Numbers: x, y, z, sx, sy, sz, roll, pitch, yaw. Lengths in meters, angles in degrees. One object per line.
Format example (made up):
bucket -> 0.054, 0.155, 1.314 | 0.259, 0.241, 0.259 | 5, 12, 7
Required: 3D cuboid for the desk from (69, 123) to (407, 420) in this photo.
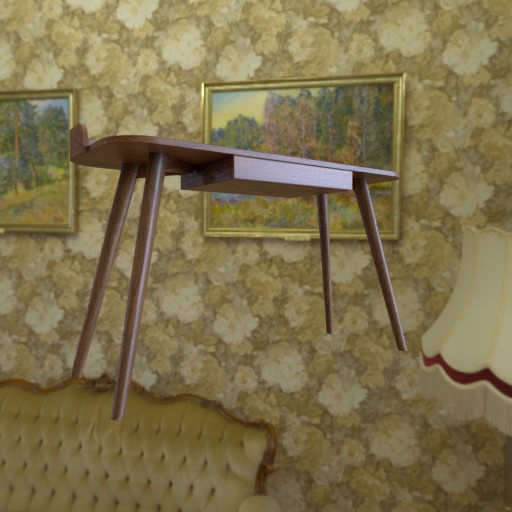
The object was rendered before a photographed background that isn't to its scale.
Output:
desk -> 0.000, 0.000, 1.663 | 1.256, 0.800, 0.486 | -1, 2, -36
